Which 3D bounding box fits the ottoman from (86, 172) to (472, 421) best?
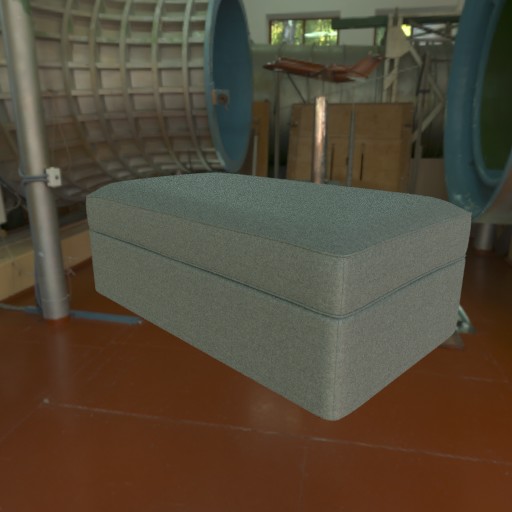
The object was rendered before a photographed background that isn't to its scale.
[{"bbox_3d":[0.000,0.000,1.532,0.681,0.494,1.173,-16,23,-42],"label":"ottoman"}]
